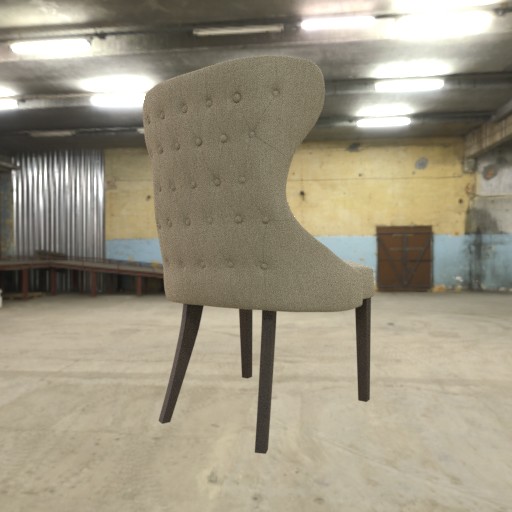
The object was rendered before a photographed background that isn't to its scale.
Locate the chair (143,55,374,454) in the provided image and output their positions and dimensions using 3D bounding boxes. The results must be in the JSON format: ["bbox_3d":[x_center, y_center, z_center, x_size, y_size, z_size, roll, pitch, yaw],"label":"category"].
[{"bbox_3d":[0.000,0.000,1.378,0.628,0.967,0.635,0,0,34],"label":"chair"}]
